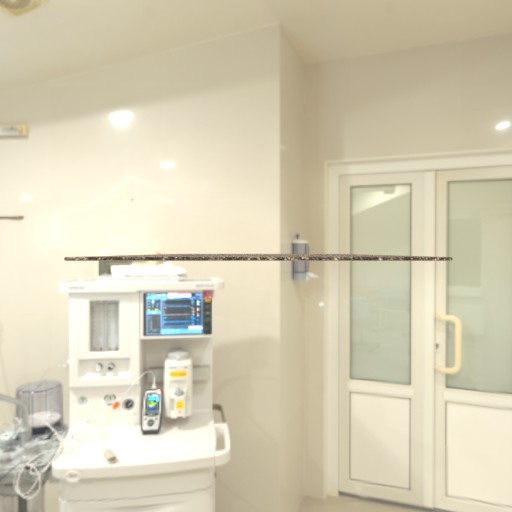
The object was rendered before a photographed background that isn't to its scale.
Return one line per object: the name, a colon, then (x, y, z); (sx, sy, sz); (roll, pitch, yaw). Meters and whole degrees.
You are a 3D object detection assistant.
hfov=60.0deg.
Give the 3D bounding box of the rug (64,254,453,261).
rug: (0.000, 0.000, 2.253); (1.186, 0.012, 1.814); (0, 1, -1)
